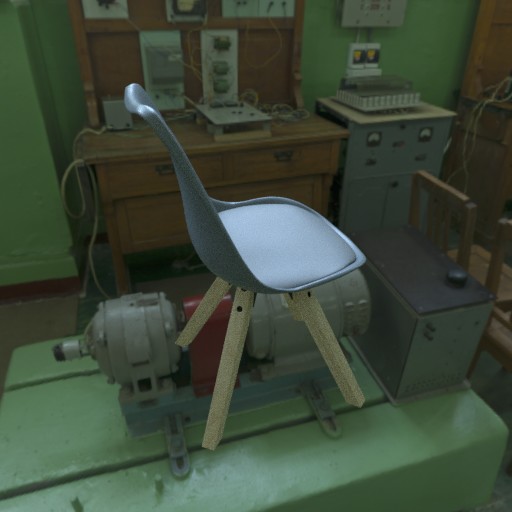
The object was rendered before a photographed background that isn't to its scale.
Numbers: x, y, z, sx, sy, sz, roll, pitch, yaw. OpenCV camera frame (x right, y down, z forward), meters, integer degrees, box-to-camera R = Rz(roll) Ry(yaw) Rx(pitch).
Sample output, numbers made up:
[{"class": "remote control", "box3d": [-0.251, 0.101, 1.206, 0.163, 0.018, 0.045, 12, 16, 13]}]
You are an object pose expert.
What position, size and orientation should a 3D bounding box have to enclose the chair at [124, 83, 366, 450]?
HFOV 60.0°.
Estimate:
[{"class": "chair", "box3d": [0.000, 0.000, 1.169, 0.550, 0.850, 0.485, -10, 32, -16]}]
